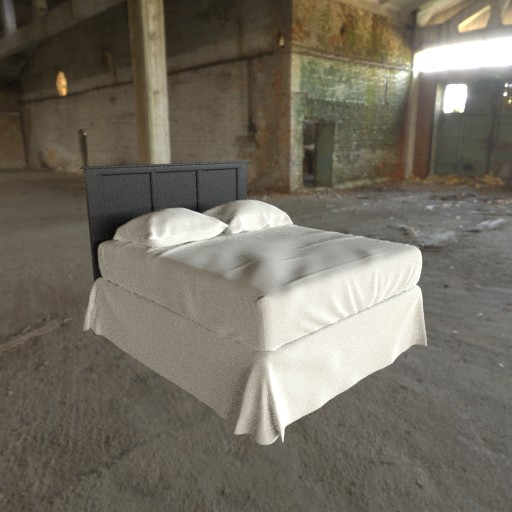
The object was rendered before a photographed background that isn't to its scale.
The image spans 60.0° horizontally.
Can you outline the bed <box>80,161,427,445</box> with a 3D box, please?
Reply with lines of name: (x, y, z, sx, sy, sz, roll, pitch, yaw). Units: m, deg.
bed: (0.000, 0.000, 3.254, 1.870, 1.270, 2.050, -13, 19, -42)
